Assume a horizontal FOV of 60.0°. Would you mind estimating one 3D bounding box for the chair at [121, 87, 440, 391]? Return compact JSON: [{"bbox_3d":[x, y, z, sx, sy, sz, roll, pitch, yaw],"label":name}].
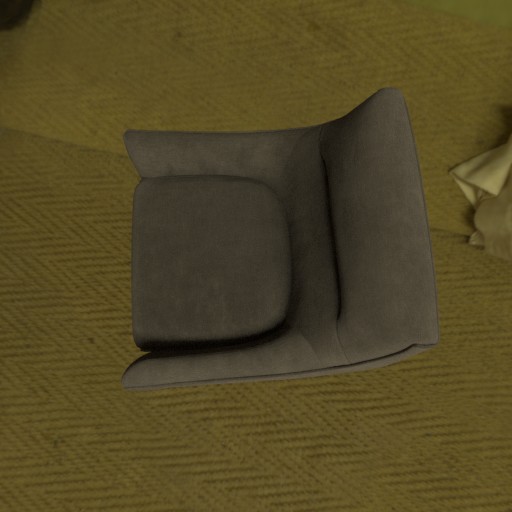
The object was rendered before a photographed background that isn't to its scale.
[{"bbox_3d":[0.000,0.000,1.387,0.787,0.838,0.762,-3,77,-1],"label":"chair"}]
